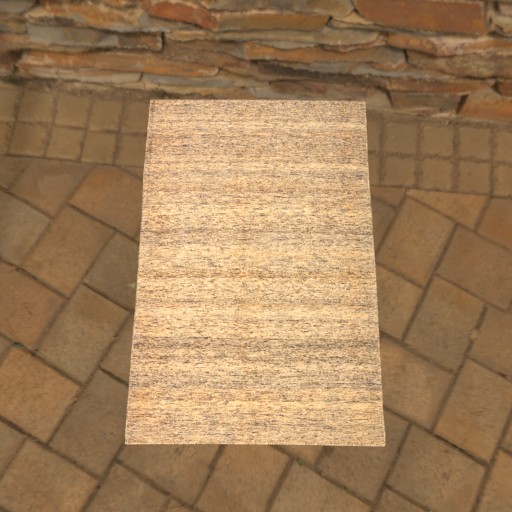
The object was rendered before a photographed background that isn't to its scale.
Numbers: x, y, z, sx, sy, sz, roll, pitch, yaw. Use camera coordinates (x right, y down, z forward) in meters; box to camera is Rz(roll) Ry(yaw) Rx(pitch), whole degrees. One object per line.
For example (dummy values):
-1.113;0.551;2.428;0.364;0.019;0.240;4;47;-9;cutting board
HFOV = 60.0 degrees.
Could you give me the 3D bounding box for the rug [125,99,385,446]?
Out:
0.000;0.000;2.322;1.243;0.014;1.846;0;76;0;rug
